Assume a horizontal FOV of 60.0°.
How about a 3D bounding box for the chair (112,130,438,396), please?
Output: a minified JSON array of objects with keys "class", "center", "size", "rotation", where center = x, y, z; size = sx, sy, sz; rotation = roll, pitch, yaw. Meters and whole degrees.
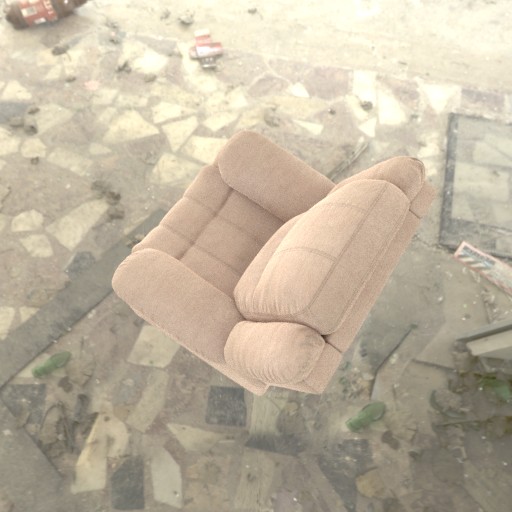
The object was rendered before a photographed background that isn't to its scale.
[{"class":"chair","center":[0.000,0.000,1.773],"size":[0.944,1.008,0.899],"rotation":[31,68,14]}]
